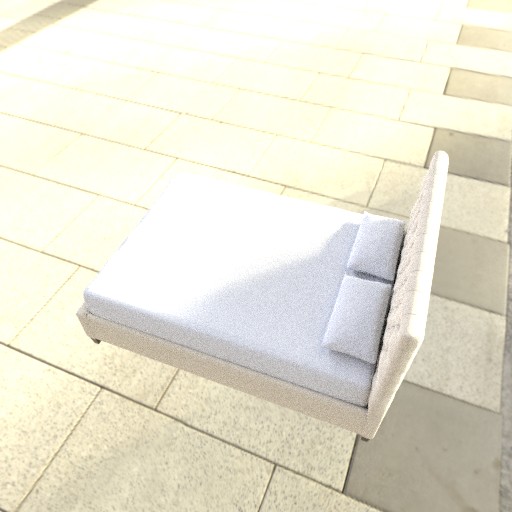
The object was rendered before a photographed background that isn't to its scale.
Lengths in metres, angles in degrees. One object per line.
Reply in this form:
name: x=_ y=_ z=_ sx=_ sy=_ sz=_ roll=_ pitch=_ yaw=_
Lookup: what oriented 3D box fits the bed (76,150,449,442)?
bed: x=0.000 y=0.000 z=3.475 sx=2.387 sy=1.427 sz=1.698 roll=16 pitch=50 yaw=14
